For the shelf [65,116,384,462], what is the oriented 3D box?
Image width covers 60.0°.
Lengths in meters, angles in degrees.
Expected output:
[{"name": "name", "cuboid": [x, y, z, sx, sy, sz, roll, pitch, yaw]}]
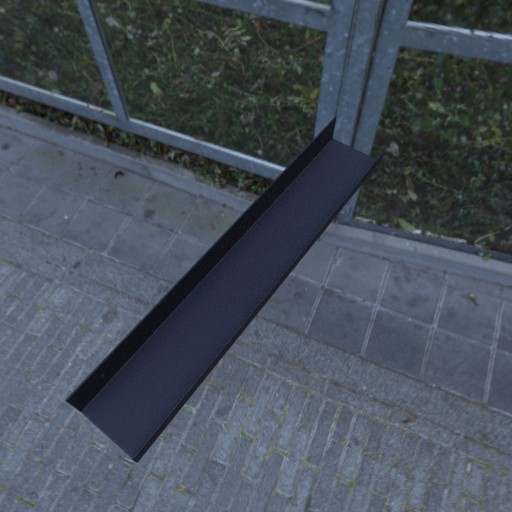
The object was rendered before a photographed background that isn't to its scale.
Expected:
[{"name": "shelf", "cuboid": [0.000, 0.000, 0.647, 0.102, 0.053, 0.605, 32, 63, 19]}]
